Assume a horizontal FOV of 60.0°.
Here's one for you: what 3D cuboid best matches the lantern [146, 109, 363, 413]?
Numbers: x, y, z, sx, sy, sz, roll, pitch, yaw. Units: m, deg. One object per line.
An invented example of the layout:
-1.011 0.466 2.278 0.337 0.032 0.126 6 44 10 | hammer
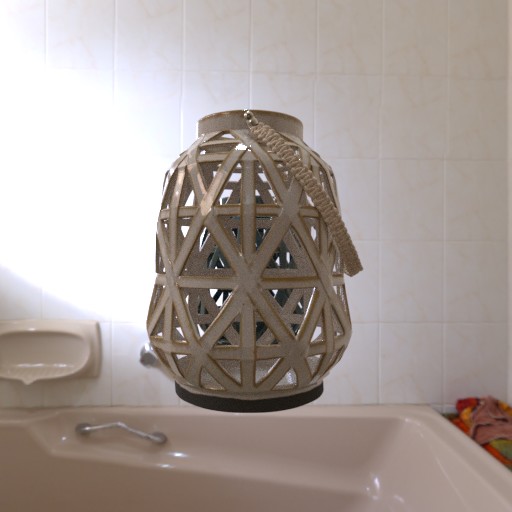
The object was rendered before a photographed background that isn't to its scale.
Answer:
0.000 0.000 0.626 0.245 0.307 0.439 0 1 0 | lantern
